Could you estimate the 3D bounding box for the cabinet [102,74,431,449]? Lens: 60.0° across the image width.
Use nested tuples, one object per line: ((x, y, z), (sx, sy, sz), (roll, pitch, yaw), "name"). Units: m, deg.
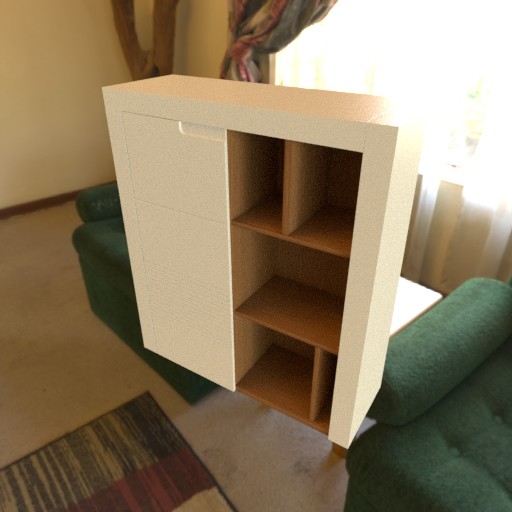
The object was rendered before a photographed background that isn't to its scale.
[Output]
((0.000, 0.000, 1.648), (0.990, 1.150, 0.348), (18, 34, 28), "cabinet")
